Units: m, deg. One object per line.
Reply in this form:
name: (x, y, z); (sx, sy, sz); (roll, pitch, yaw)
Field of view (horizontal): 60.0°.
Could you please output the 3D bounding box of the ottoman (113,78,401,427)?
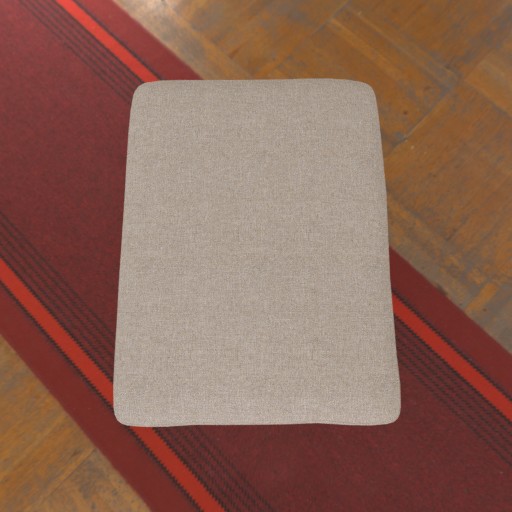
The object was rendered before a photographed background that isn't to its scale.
ottoman: (0.000, 0.000, 1.302); (0.677, 0.519, 0.898); (0, 77, 0)
